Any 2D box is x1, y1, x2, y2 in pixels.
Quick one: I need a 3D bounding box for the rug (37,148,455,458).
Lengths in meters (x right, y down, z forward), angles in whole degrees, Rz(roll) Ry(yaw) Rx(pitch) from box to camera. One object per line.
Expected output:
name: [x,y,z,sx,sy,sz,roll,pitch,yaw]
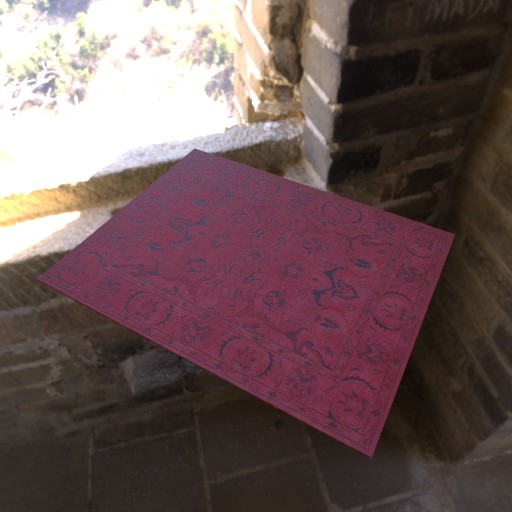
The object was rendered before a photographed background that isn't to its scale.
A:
rug: [0.000,0.000,3.909,2.929,0.012,2.300,22,50,20]
